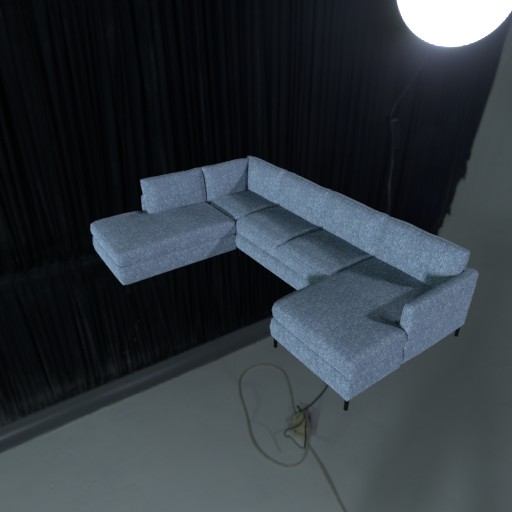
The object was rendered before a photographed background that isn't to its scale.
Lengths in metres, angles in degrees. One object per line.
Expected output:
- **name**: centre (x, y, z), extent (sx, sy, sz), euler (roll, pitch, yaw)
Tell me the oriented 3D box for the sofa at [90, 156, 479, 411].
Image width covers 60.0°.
- **sofa**: centre (0.000, 0.000, 3.604), extent (1.879, 0.756, 2.737), euler (-20, 35, -30)
